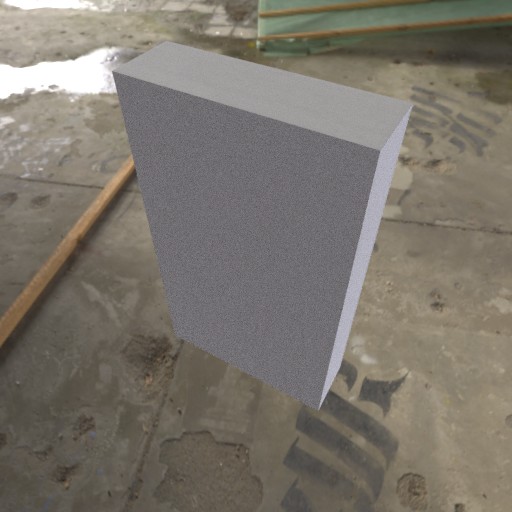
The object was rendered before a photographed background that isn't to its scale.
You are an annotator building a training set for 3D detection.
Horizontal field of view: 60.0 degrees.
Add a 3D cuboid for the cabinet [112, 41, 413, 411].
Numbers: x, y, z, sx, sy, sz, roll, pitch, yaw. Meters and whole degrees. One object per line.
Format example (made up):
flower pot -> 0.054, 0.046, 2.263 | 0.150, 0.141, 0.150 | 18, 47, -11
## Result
cabinet -> 0.000, 0.000, 1.601 | 0.750, 1.280, 0.250 | 23, 51, 20
